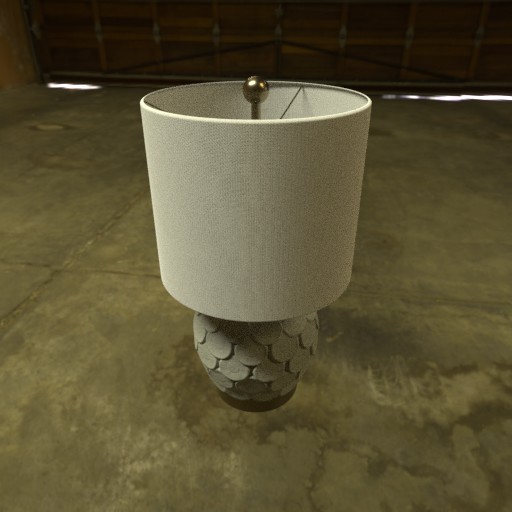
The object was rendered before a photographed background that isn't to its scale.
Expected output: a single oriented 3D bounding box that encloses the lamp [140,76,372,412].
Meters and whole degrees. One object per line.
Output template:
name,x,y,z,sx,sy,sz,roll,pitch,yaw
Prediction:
lamp,0.000,0.000,0.596,0.254,0.452,0.254,0,29,0
